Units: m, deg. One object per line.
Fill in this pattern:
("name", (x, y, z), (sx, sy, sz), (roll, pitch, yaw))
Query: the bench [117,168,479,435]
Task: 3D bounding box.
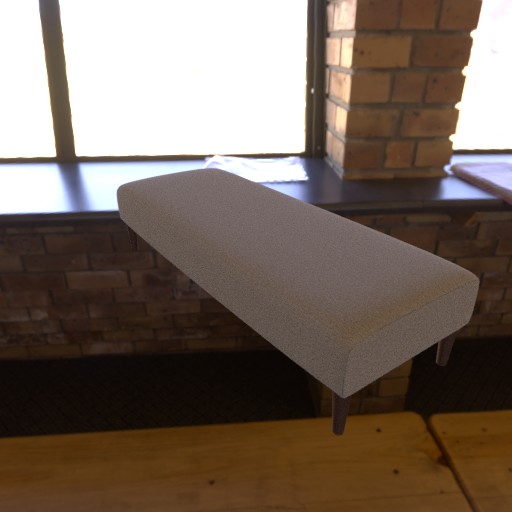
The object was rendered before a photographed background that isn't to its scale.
("bench", (0.000, 0.000, 1.873), (0.631, 0.383, 1.598), (-18, 31, -32))
